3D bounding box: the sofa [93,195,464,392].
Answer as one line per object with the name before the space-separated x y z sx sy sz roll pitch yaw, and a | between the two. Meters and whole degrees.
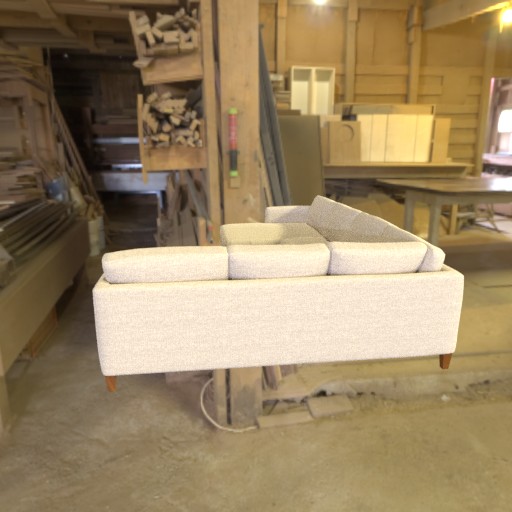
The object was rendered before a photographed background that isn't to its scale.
sofa | 0.000 0.000 4.682 2.594 0.961 3.460 -2 15 -7
